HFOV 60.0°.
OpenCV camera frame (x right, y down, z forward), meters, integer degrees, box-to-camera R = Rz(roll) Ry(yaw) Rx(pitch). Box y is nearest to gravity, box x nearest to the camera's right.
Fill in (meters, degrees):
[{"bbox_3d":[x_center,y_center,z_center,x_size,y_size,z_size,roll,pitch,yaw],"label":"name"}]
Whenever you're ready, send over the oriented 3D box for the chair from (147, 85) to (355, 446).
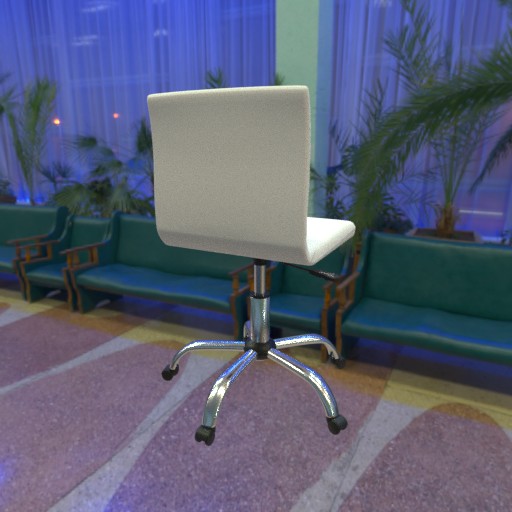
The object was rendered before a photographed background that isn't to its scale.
[{"bbox_3d":[0.000,0.000,1.136,0.556,0.780,0.530,8,17,28],"label":"chair"}]
